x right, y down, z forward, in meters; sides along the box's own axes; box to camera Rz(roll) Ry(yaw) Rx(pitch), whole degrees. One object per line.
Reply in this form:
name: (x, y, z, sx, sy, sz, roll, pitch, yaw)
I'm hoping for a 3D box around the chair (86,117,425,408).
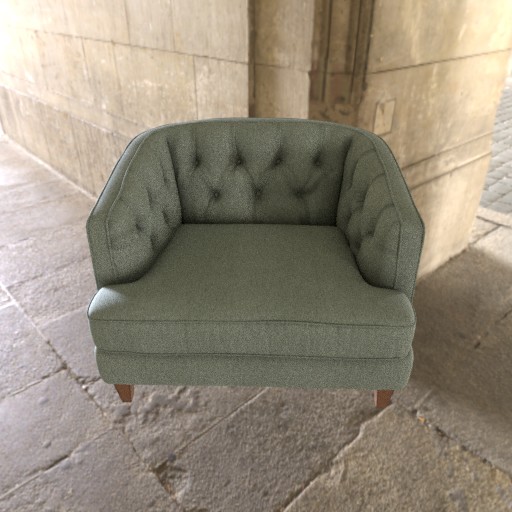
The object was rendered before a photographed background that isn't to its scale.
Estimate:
chair: (0.000, 0.000, 1.742, 1.094, 0.852, 0.945, 1, 31, 1)
